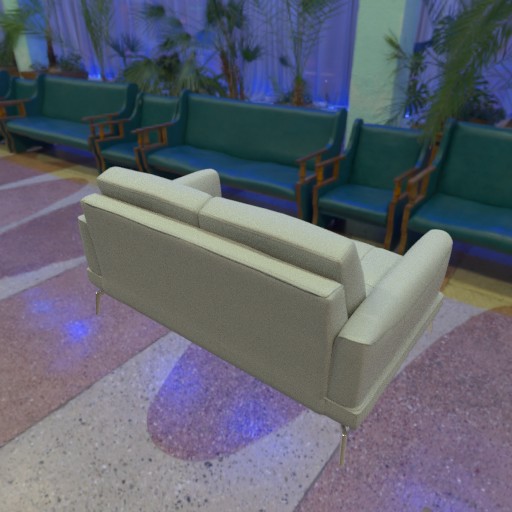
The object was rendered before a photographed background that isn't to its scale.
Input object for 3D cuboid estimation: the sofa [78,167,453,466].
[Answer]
[{"bbox_3d":[0.000,0.000,2.455,1.819,0.930,1.121,21,36,32],"label":"sofa"}]
